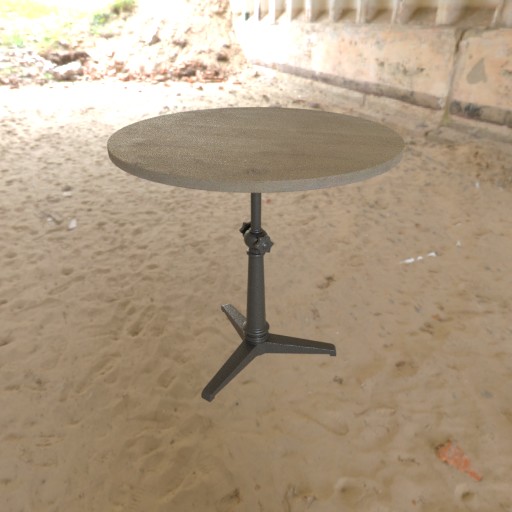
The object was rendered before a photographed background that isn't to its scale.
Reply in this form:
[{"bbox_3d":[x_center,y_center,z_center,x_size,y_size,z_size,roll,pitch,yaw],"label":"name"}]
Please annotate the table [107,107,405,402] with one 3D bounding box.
[{"bbox_3d":[0.000,0.000,1.426,0.800,0.780,0.800,0,29,0],"label":"table"}]
